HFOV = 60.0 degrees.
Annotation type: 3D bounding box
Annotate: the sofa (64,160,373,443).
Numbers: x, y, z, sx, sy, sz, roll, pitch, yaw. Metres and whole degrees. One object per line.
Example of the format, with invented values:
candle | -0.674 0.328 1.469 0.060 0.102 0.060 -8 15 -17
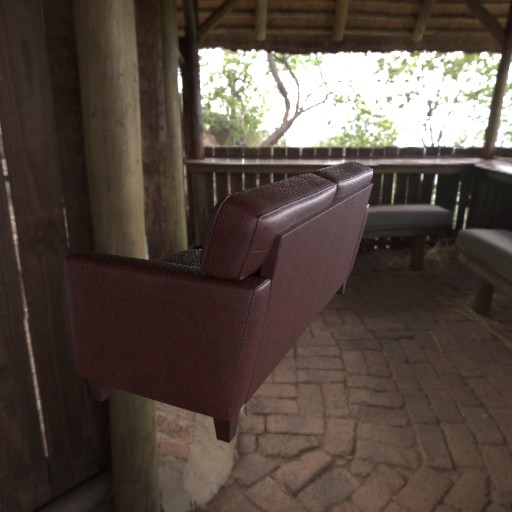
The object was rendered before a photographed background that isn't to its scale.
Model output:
sofa | 0.000 0.000 2.400 0.912 0.928 1.876 7 18 24
